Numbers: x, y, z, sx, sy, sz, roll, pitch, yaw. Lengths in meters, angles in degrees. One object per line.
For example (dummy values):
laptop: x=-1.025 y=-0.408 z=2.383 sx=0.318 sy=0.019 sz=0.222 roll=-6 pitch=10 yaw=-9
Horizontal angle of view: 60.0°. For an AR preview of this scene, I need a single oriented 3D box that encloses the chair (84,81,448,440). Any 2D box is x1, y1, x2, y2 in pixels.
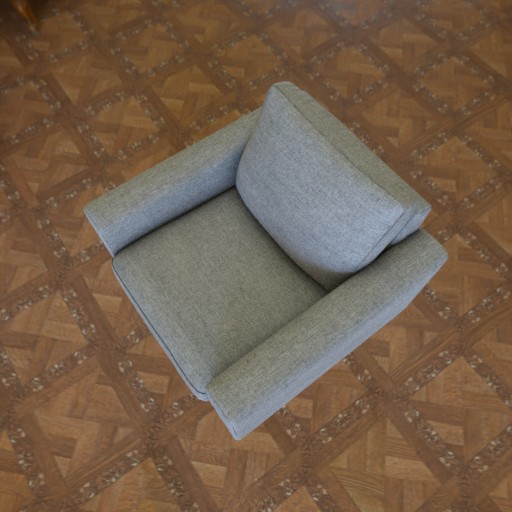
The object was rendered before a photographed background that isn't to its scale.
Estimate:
chair: x=0.000 y=0.000 z=1.852 sx=1.038 sy=1.010 sz=1.024 roll=-34 pitch=68 yaw=-16
